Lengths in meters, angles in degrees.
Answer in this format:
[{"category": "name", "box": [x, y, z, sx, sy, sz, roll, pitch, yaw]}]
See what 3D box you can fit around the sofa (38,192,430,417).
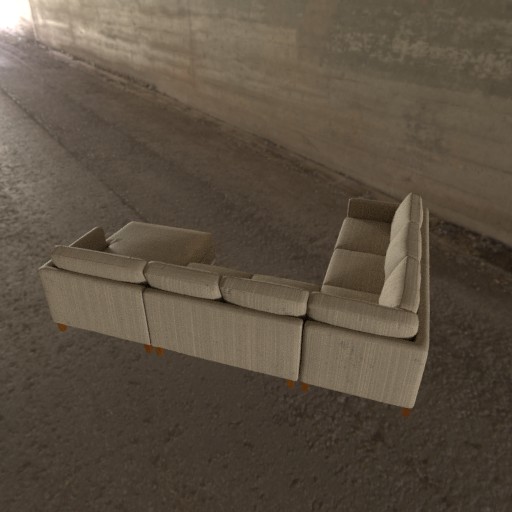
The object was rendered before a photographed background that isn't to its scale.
[{"category": "sofa", "box": [0.000, 0.000, 4.778, 3.460, 0.961, 2.594, 10, 33, 15]}]
